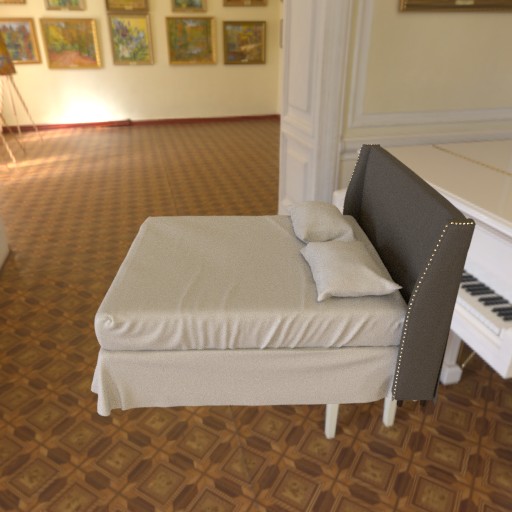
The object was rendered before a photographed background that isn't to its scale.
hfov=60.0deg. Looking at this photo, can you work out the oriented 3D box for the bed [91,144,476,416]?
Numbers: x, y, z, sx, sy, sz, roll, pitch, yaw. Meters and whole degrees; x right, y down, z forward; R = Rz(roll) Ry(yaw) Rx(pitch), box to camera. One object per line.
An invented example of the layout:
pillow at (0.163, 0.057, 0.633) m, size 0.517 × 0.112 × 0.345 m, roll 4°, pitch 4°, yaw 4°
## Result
bed at (0.000, 0.000, 3.410) m, size 2.276 × 1.332 × 1.925 m, roll -1°, pitch 27°, yaw -1°
